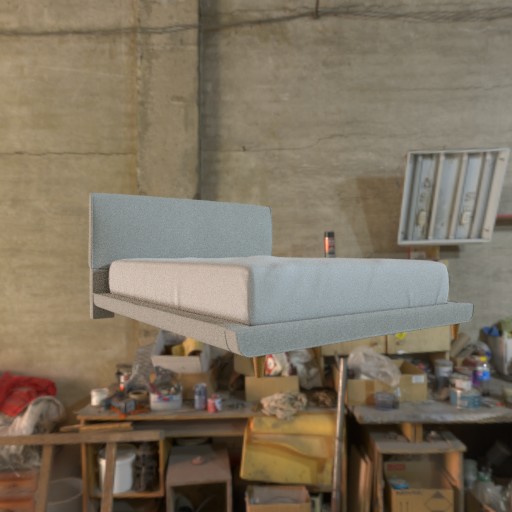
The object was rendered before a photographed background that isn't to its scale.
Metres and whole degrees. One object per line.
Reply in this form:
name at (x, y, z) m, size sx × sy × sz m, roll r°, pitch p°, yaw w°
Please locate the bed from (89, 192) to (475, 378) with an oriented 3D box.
bed at (0.000, 0.000, 3.533) m, size 1.980 × 1.126 × 2.498 m, roll 0°, pitch 0°, yaw -35°
